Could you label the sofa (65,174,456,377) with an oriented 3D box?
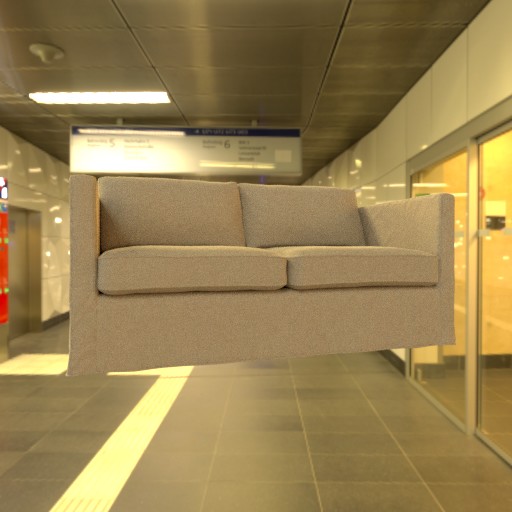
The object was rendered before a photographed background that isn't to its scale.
[{"bbox_3d":[0.000,0.000,2.246,1.719,0.835,0.962,0,1,-18],"label":"sofa"}]
